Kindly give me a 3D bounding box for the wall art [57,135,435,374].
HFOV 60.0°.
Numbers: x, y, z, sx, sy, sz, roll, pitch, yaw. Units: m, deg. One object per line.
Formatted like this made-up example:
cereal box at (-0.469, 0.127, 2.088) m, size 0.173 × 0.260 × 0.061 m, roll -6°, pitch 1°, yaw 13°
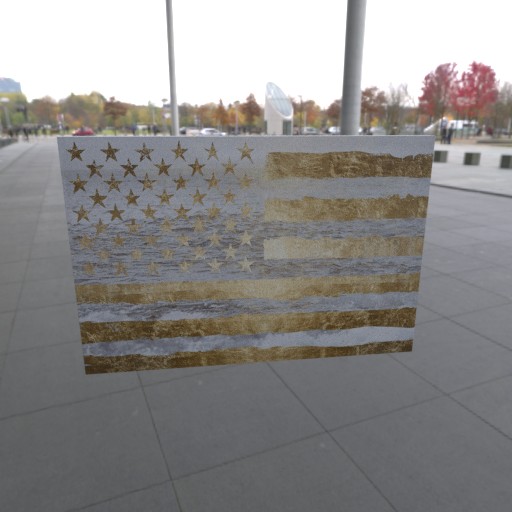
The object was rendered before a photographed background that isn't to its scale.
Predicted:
wall art at (0.000, 0.000, 1.456) m, size 1.145 × 0.762 × 0.041 m, roll -2°, pitch 16°, yaw -8°
